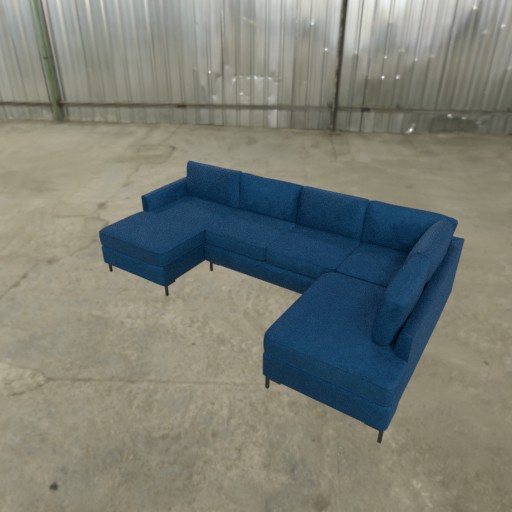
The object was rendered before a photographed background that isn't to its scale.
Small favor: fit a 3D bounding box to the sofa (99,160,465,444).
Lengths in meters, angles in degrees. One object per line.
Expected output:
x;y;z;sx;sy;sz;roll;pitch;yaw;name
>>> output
0.000;0.000;4.358;3.434;0.992;2.055;18;34;29;sofa
